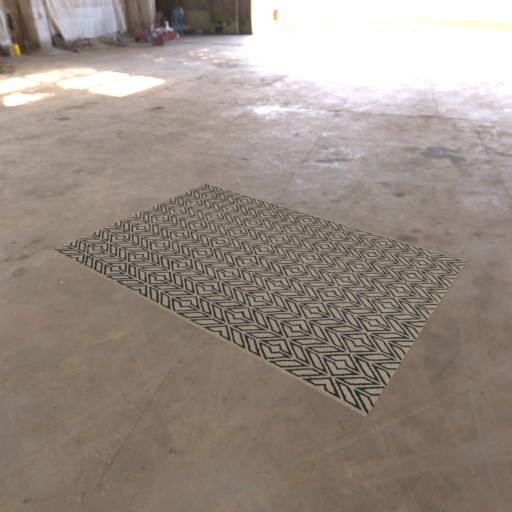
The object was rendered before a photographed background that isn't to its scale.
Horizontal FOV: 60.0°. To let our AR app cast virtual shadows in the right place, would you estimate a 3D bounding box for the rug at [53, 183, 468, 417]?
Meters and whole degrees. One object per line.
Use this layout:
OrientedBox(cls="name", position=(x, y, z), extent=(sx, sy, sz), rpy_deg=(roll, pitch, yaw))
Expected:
OrientedBox(cls="rug", position=(0.000, 0.000, 2.344), extent=(1.828, 0.007, 1.220), rpy_deg=(21, 37, 31))
